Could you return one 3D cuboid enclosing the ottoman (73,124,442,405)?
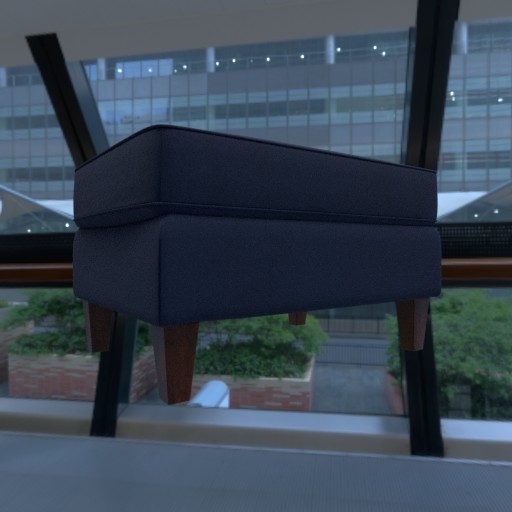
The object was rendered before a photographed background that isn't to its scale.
[{"bbox_3d":[0.000,0.000,1.377,0.965,0.584,0.686,-1,1,-35],"label":"ottoman"}]
